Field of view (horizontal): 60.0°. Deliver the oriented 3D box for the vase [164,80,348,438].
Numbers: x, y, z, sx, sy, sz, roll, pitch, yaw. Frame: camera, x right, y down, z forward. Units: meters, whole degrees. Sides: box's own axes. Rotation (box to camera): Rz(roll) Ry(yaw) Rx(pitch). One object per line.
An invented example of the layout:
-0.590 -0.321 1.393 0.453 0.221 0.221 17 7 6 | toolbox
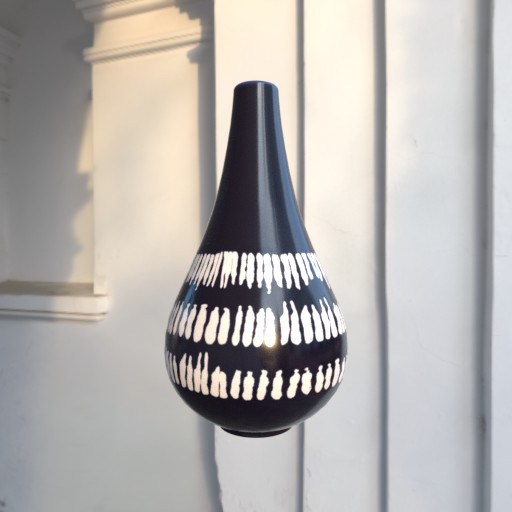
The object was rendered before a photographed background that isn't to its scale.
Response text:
0.000 0.000 0.390 0.159 0.295 0.159 0 1 0 | vase
